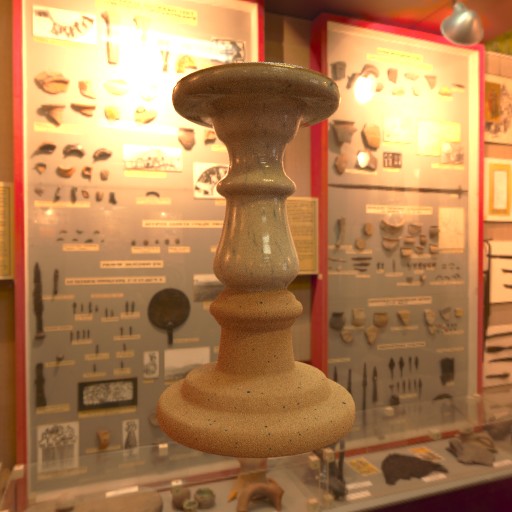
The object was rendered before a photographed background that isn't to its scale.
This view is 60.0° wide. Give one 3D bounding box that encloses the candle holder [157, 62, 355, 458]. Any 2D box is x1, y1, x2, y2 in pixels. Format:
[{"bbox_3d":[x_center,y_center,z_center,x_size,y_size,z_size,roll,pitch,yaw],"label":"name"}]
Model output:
[{"bbox_3d":[0.000,0.000,0.279,0.123,0.202,0.123,0,1,0],"label":"candle holder"}]
